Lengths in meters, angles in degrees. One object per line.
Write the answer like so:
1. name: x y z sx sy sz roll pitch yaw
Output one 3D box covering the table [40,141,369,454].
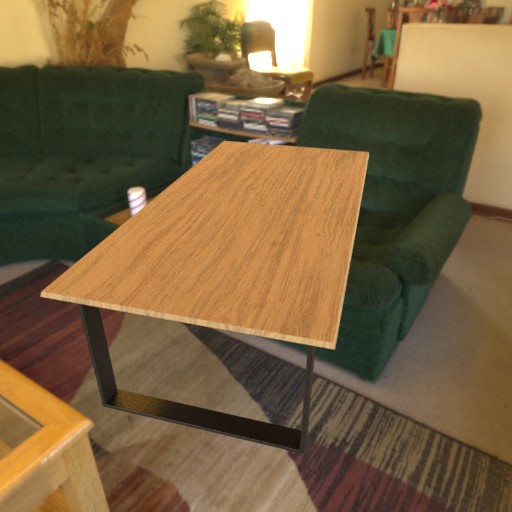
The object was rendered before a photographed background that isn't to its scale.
1. table: 0.000 0.000 1.628 0.693 0.445 1.331 8 31 13
